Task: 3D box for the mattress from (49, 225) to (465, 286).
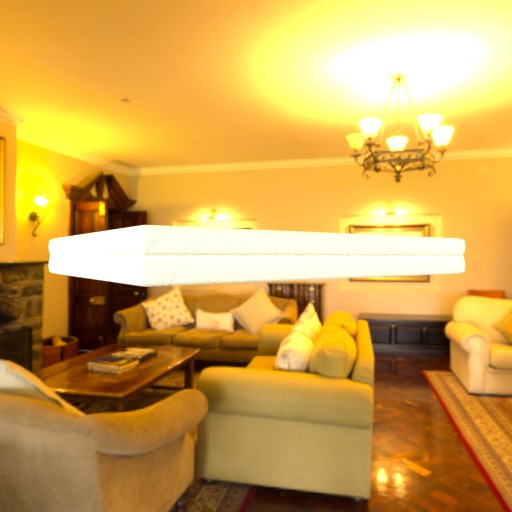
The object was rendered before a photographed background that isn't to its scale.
[{"bbox_3d":[0.000,0.000,2.503,1.900,0.200,1.400,0,0,-36],"label":"mattress"}]
